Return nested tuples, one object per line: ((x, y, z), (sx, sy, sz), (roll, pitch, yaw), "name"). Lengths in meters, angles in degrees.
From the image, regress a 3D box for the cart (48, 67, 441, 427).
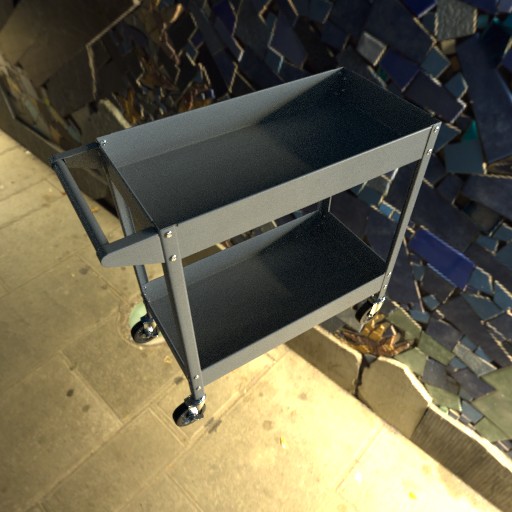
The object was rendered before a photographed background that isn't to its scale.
((0.000, 0.000, 1.184), (0.779, 0.719, 0.366), (-24, 51, -21), "cart")
